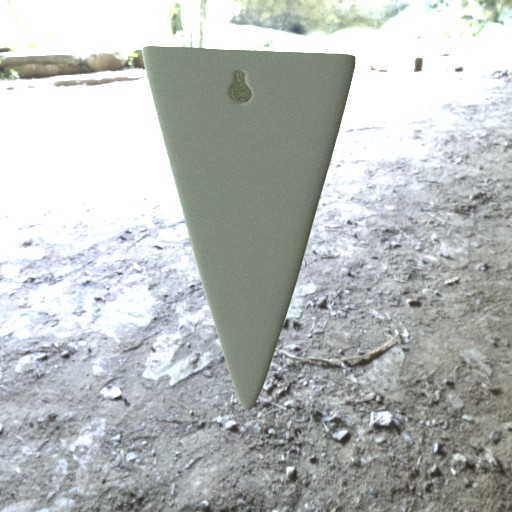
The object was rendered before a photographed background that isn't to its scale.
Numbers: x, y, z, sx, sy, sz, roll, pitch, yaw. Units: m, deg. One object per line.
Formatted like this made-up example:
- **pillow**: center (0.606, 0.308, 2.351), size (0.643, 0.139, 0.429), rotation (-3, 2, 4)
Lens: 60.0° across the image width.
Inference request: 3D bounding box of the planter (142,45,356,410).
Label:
- **planter**: center (0.000, 0.000, 0.390), size (0.143, 0.338, 0.065), rotation (10, 33, 15)
